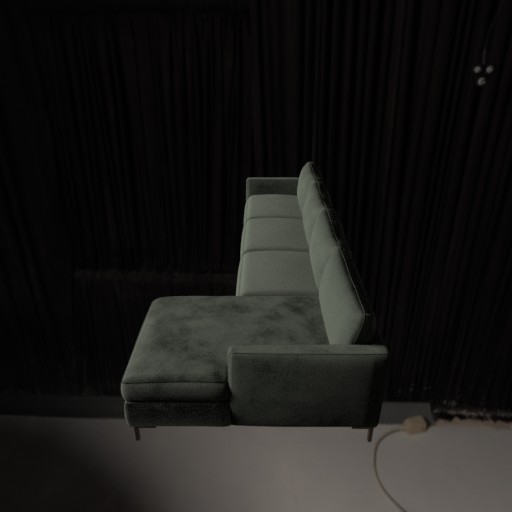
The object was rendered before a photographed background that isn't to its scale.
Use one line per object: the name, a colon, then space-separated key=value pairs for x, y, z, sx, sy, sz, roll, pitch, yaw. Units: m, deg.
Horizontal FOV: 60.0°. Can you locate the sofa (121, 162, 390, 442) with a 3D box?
sofa: x=0.000 y=0.000 z=3.258 sx=1.255 sy=0.756 sz=2.725 roll=0 pitch=27 yaw=1
